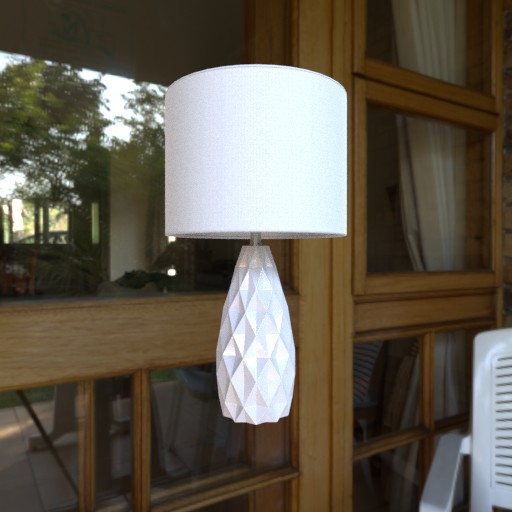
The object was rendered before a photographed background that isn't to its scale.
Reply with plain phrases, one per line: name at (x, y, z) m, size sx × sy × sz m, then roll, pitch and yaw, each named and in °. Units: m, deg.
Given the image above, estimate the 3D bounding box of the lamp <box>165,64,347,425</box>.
lamp at (0.000, 0.000, 0.741) m, size 0.297 × 0.522 × 0.297 m, roll 0°, pitch 0°, yaw 0°
